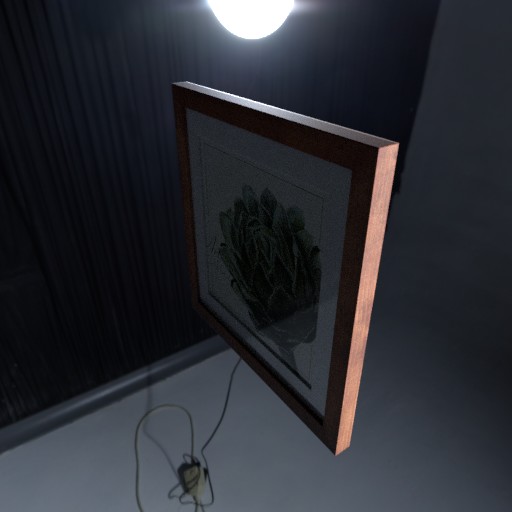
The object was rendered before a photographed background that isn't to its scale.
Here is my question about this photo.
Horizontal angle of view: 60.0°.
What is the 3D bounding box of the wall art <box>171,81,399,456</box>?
[{"bbox_3d":[0.000,0.000,0.871,0.037,0.572,0.554,-20,36,-30],"label":"wall art"}]
